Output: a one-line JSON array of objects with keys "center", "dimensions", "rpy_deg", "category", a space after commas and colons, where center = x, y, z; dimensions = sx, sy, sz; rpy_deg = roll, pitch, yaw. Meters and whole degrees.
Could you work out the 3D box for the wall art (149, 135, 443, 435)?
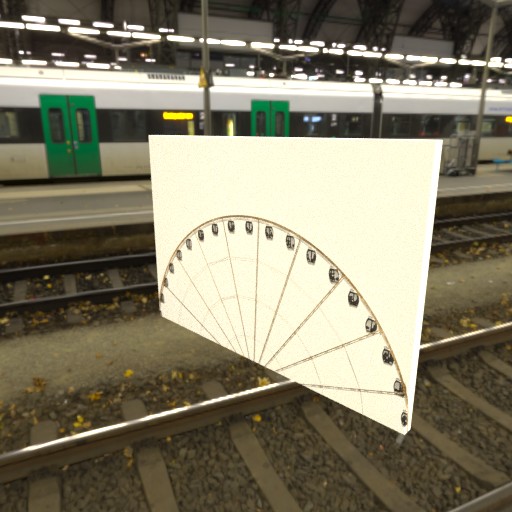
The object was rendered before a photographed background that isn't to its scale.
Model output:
[{"center": [0.000, 0.000, 1.480], "dimensions": [1.144, 0.767, 0.038], "rpy_deg": [15, 22, 42], "category": "wall art"}]
